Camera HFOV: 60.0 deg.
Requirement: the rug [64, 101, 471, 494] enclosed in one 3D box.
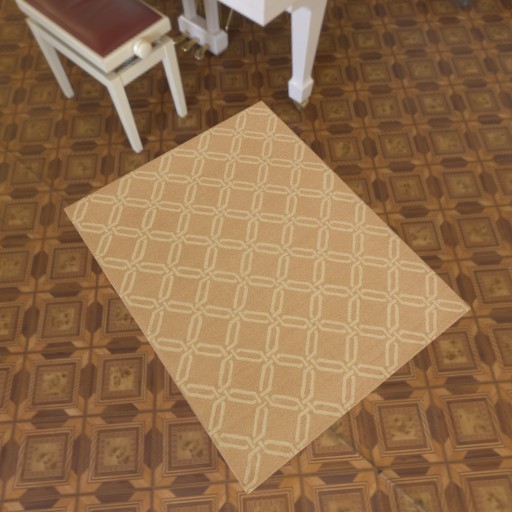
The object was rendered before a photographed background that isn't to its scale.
[{"bbox_3d":[0.000,0.000,3.882,2.288,0.018,2.895,-33,68,-15],"label":"rug"}]
